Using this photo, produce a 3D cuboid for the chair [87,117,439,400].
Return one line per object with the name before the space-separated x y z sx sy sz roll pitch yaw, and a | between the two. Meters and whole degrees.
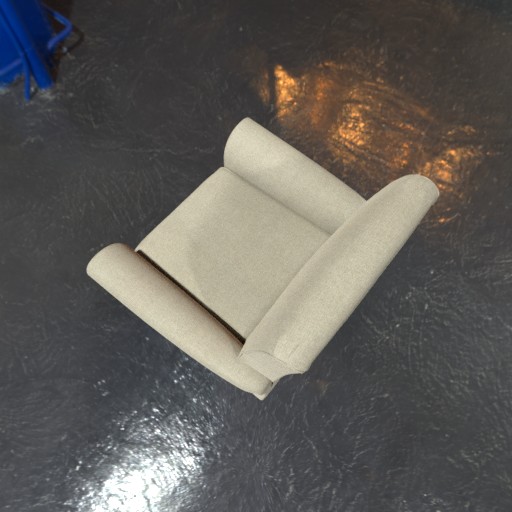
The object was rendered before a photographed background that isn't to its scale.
chair | 0.000 0.000 1.789 0.905 1.061 0.978 36 69 16
